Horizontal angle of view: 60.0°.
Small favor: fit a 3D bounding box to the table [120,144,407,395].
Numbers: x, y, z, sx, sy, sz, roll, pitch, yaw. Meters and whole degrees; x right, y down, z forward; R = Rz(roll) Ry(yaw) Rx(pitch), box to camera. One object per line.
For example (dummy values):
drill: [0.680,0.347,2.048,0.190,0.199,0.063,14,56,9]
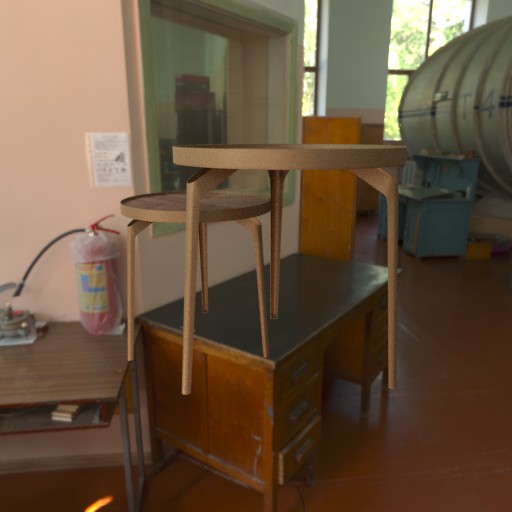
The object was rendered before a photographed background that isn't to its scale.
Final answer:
table: [0.000,0.000,1.147,0.751,0.555,0.532,8,17,26]
